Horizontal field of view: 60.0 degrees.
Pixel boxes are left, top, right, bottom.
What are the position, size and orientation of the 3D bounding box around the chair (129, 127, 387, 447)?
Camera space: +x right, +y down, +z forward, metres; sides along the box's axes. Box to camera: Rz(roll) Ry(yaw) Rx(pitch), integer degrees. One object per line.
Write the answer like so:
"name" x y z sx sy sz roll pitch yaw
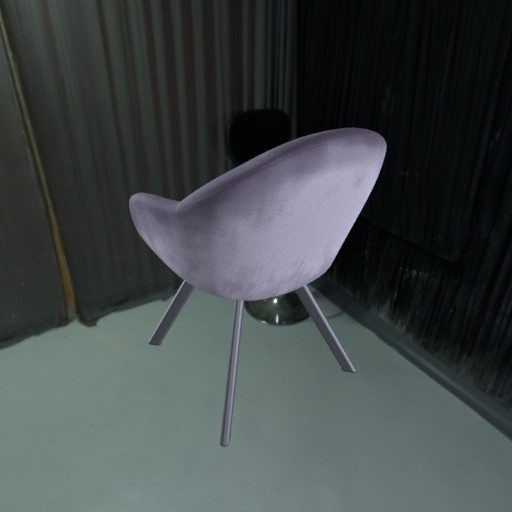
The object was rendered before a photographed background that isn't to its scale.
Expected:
"chair" 0.000 0.000 1.217 0.550 0.795 0.590 -19 35 -29
